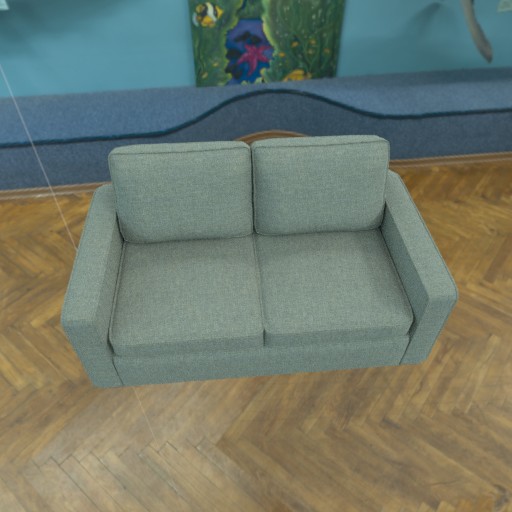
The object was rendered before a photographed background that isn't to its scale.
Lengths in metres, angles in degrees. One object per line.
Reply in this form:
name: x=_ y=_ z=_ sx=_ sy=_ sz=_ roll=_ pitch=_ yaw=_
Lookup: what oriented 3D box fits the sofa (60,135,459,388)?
sofa: x=0.000 y=0.000 z=2.258 sx=1.706 sy=0.915 sz=0.945 roll=-4 pitch=46 yaw=-3
